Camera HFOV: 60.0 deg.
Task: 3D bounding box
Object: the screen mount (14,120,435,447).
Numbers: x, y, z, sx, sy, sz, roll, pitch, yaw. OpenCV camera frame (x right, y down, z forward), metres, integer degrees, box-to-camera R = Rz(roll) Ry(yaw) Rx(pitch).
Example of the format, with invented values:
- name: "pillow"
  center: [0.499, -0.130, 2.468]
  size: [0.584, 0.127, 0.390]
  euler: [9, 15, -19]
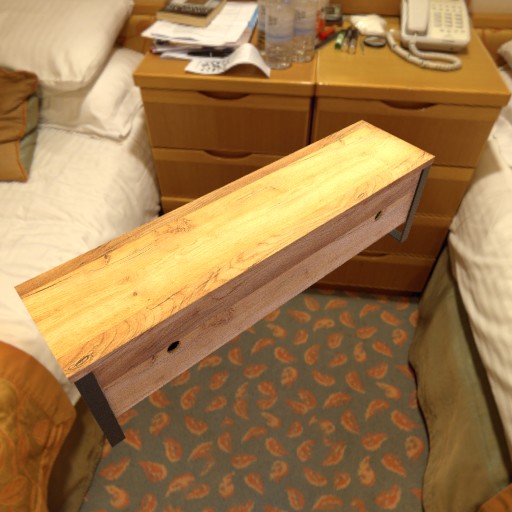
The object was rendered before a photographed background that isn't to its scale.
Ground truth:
- name: "screen mount"
  center: [0.000, 0.000, 1.689]
  size: [1.524, 0.450, 0.395]
  euler: [-31, 53, -27]
